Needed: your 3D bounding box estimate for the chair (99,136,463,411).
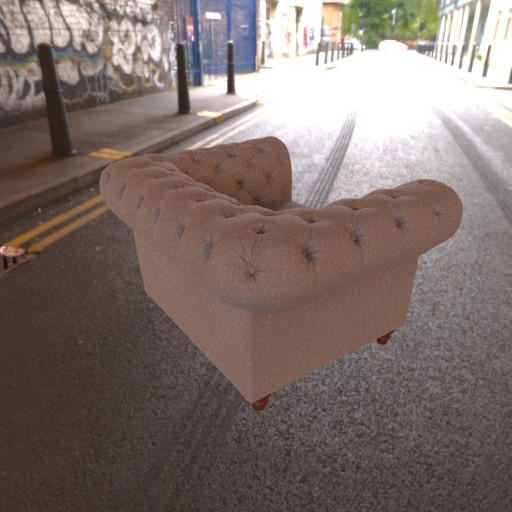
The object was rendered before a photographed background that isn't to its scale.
[{"bbox_3d":[0.000,0.000,1.921,0.976,0.770,1.270,-17,31,-31],"label":"chair"}]
